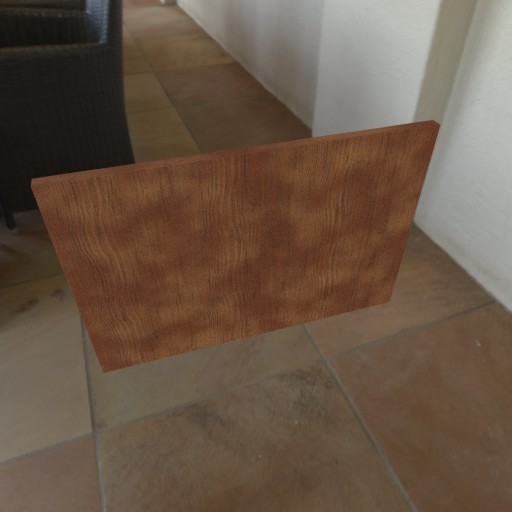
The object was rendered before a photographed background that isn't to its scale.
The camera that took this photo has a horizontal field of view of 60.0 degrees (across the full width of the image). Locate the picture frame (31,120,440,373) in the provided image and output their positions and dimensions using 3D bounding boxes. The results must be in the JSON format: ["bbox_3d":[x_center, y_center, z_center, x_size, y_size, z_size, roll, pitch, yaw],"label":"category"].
[{"bbox_3d":[0.000,0.000,1.211,0.950,0.640,0.029,-12,42,-13],"label":"picture frame"}]
